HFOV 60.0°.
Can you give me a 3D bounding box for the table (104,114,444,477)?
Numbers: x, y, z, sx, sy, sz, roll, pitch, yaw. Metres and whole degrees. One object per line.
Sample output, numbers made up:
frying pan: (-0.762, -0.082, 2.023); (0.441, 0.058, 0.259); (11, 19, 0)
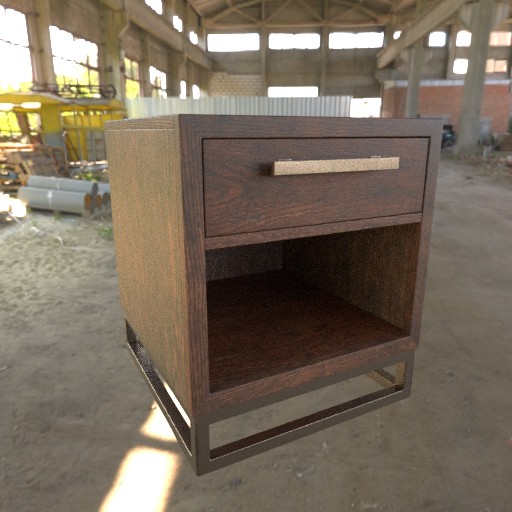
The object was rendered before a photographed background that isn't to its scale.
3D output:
table: (0.000, 0.000, 0.992); (0.506, 0.582, 0.566); (-8, 18, -27)
